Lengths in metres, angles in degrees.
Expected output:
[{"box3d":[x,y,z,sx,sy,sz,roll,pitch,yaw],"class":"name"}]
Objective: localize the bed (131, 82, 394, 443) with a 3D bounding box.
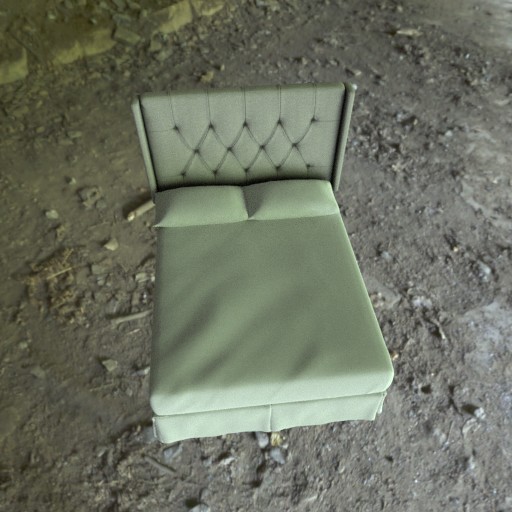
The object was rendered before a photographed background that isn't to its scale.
[{"box3d":[0.000,0.000,3.346,1.719,1.665,2.066,-5,48,-4],"class":"bed"}]
